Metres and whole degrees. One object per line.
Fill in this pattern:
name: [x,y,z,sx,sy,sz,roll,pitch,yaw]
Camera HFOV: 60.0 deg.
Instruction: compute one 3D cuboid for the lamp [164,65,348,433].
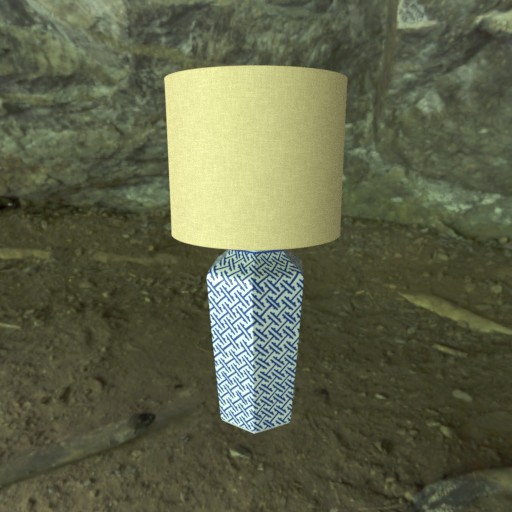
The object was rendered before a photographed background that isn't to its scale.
lamp: [0.000,0.000,0.866,0.320,0.682,0.320,2,14,8]
